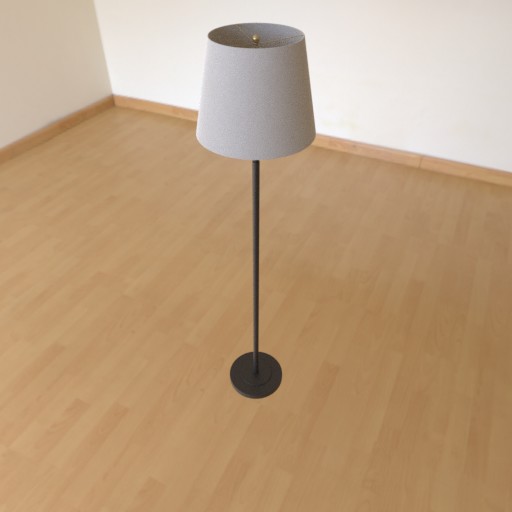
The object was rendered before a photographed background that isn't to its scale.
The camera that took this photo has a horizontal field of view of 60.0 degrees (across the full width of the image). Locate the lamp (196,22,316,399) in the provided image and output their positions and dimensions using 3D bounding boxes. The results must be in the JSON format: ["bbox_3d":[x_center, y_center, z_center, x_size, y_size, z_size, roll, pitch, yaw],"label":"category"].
[{"bbox_3d":[0.000,0.000,1.600,0.348,1.473,0.348,1,40,1],"label":"lamp"}]
